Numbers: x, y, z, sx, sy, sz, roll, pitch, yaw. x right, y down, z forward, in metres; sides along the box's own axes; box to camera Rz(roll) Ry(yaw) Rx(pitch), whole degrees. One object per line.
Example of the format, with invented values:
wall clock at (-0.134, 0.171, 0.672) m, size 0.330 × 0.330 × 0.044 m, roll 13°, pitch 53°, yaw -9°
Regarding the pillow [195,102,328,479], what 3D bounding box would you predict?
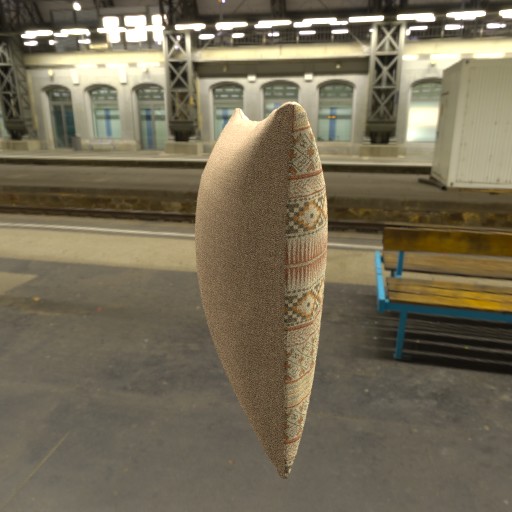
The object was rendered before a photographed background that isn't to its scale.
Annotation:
pillow at (0.000, 0.000, 0.800) m, size 0.215 × 0.519 × 0.521 m, roll -3°, pitch 17°, yaw -9°
